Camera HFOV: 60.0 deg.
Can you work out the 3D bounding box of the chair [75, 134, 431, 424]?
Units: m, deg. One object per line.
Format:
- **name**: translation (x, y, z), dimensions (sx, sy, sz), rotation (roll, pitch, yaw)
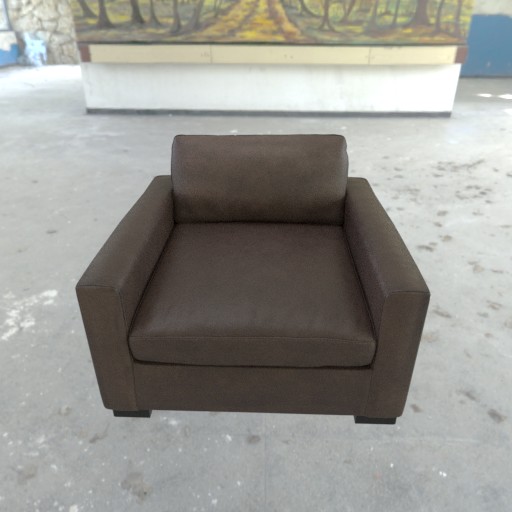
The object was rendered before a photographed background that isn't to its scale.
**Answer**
- **chair**: translation (0.000, 0.000, 1.820), dimensions (1.100, 0.812, 1.069), rotation (1, 29, 2)
